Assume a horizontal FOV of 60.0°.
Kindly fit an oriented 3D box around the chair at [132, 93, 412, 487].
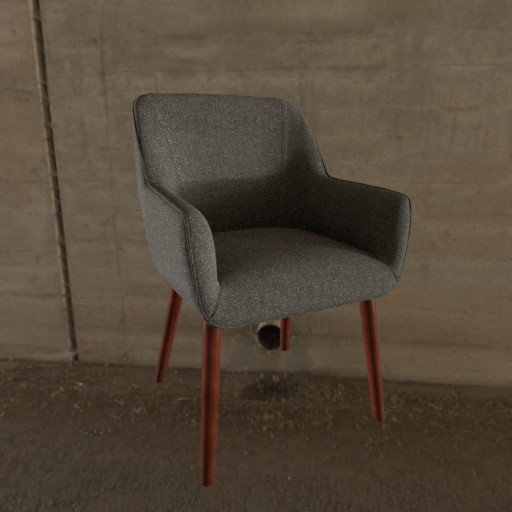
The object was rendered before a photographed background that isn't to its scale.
[{"bbox_3d":[0.000,0.000,1.120,0.543,0.803,0.519,-8,17,-26],"label":"chair"}]
